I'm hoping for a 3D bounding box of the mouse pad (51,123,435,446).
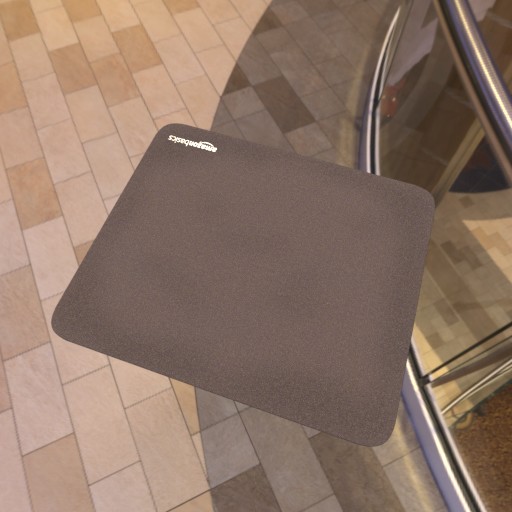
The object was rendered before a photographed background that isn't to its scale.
[{"bbox_3d":[0.000,0.000,0.433,0.315,0.002,0.269,17,64,8],"label":"mouse pad"}]
